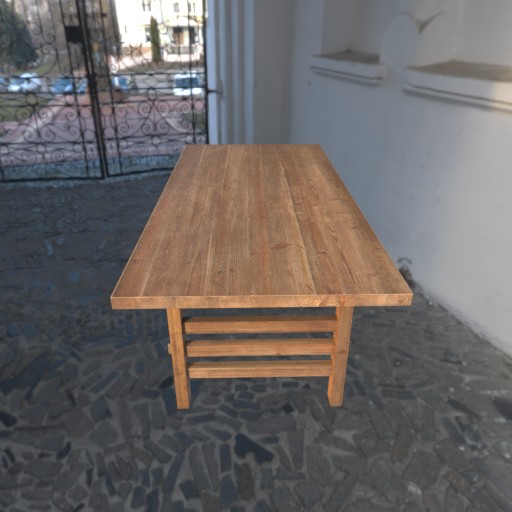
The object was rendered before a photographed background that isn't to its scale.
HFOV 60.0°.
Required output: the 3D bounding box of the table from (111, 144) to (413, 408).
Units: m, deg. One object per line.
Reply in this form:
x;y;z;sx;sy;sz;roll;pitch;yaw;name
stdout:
0.000;0.000;2.453;0.952;0.760;2.003;-1;27;-1;table
